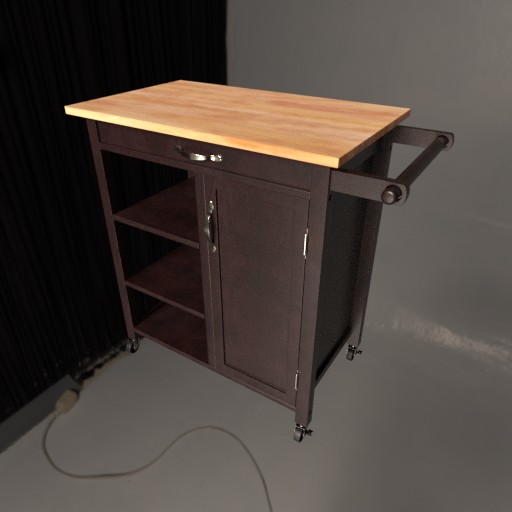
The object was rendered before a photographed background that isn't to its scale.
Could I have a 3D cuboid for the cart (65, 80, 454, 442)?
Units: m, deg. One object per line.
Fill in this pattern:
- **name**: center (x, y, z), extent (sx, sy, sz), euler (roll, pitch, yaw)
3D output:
- **cart**: center (0.000, 0.000, 1.371), extent (0.914, 0.878, 0.472), euler (18, 36, 27)
